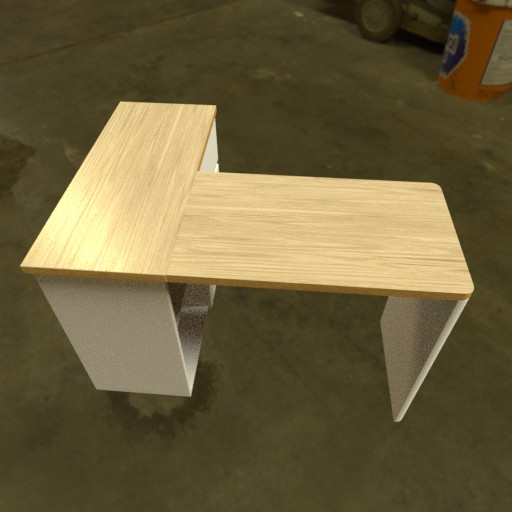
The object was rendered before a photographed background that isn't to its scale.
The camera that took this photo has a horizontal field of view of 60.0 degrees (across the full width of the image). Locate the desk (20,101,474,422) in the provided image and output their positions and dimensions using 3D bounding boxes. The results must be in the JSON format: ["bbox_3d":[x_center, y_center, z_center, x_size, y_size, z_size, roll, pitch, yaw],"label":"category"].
[{"bbox_3d":[0.000,0.000,1.713,1.170,0.760,0.900,3,46,3],"label":"desk"}]
